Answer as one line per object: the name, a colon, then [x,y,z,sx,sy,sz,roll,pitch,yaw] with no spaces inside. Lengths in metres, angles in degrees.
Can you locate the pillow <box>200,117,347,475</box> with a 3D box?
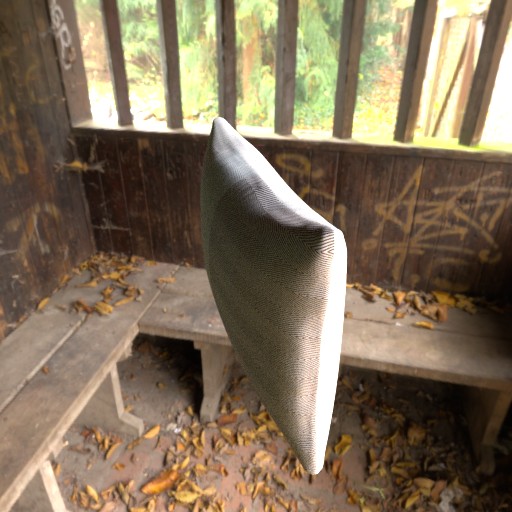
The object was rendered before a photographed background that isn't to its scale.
pillow: [0.000,0.000,0.642,0.139,0.305,0.506,-8,30,-13]
